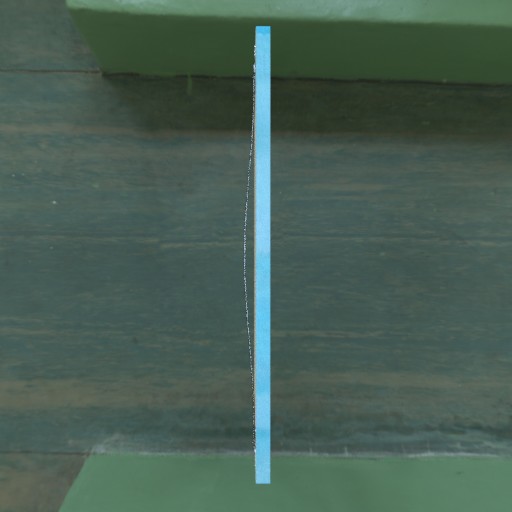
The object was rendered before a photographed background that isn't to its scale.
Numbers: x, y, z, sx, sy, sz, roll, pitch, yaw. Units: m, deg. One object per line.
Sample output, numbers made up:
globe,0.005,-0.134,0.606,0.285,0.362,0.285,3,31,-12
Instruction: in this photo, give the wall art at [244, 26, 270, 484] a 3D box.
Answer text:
wall art,0.000,0.000,0.858,0.044,0.254,0.759,0,90,-1
